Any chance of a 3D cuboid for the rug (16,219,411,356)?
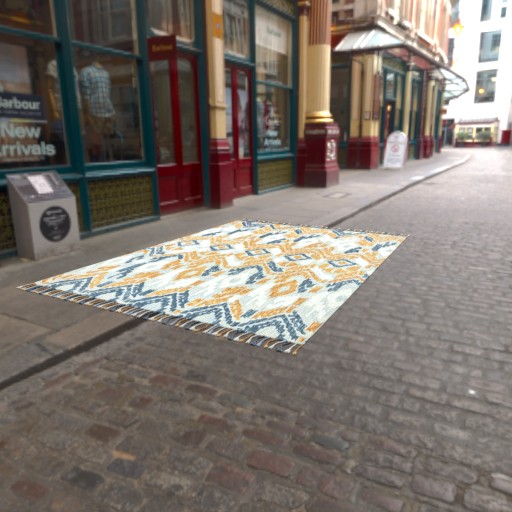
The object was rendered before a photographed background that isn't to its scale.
[{"bbox_3d":[0.000,0.000,2.284,1.230,0.008,1.827,8,17,27],"label":"rug"}]
